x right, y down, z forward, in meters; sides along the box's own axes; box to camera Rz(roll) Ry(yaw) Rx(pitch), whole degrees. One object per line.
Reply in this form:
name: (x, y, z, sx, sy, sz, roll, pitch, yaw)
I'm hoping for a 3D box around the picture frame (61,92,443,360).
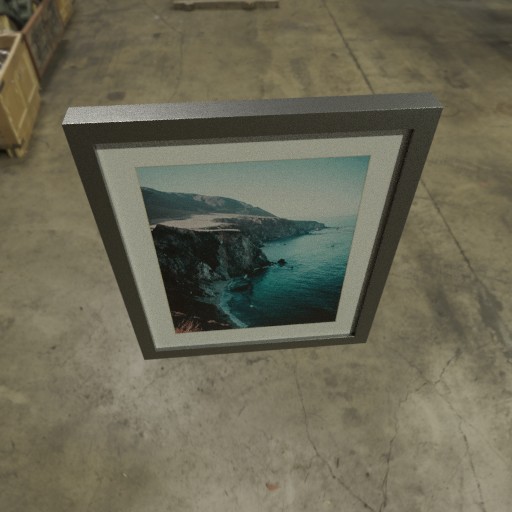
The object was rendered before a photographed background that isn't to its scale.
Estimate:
picture frame: (0.000, 0.000, 1.344, 0.839, 0.968, 0.073, -4, 47, -3)
